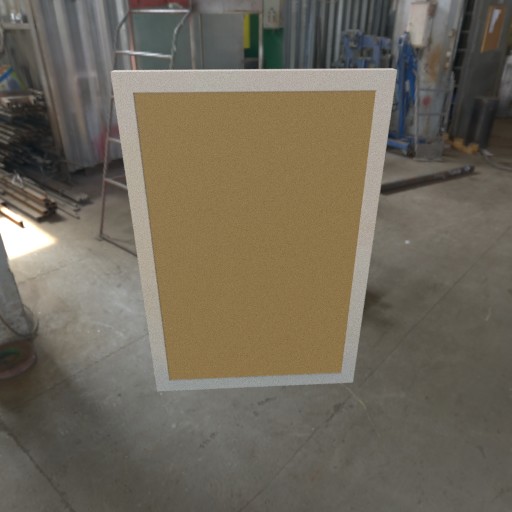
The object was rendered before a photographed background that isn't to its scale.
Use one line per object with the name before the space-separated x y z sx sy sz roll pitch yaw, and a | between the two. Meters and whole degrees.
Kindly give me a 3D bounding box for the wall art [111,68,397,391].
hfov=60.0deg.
wall art | 0.000 0.000 1.469 0.764 1.143 0.038 -2 29 -3
